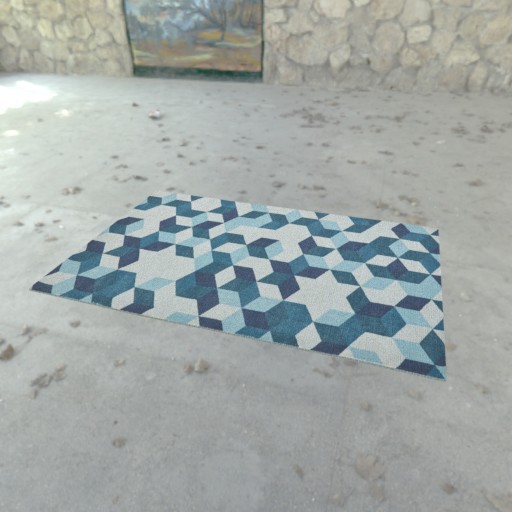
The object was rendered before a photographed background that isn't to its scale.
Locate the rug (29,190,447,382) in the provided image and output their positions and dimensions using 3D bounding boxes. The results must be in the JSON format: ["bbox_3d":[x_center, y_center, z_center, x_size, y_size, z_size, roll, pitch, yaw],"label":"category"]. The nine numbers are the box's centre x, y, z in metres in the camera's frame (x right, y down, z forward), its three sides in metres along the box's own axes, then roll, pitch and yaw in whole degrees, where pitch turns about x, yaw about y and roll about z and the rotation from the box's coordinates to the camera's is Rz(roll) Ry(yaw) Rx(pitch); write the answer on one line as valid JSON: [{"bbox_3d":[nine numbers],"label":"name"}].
[{"bbox_3d":[0.000,0.000,2.319,1.829,0.014,1.235,10,33,15],"label":"rug"}]
